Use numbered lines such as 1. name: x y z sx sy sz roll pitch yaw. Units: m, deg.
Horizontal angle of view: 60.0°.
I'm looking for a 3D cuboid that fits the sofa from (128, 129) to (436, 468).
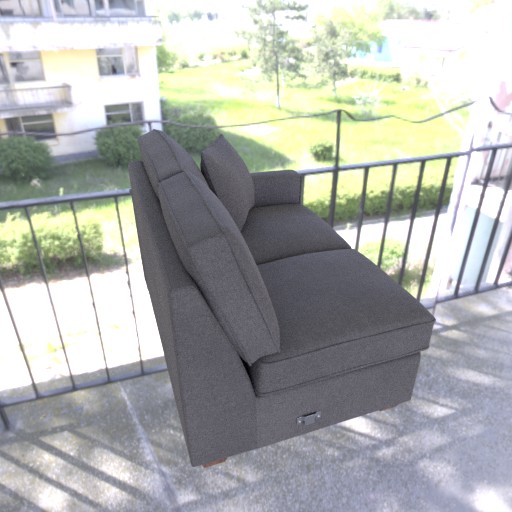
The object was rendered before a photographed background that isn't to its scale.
1. sofa: 0.000 0.000 2.067 0.991 0.989 1.388 -10 31 -17
